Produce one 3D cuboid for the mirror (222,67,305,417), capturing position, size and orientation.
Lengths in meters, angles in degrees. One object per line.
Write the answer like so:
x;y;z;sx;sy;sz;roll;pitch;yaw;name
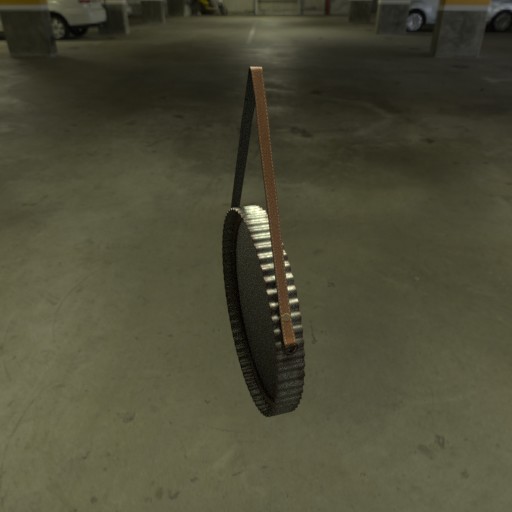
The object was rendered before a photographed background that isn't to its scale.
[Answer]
0.000;0.000;0.716;0.042;0.568;0.355;-9;32;-14;mirror
